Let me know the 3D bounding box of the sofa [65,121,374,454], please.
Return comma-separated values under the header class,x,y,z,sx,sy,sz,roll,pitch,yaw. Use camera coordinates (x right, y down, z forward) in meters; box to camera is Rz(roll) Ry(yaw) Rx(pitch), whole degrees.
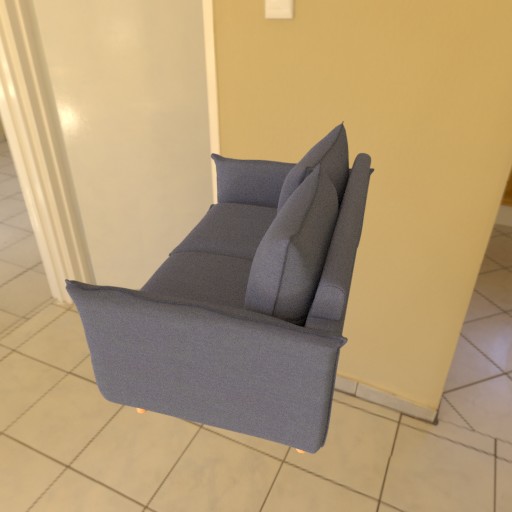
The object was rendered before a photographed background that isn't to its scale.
class,x,y,z,sx,sy,sz,roll,pitch,yaw
sofa,0.000,0.000,1.792,0.820,0.840,1.300,8,32,14
